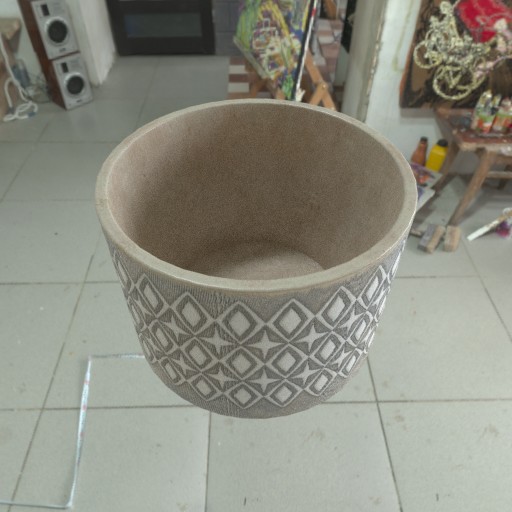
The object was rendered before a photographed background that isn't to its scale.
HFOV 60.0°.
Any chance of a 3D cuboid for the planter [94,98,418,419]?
[{"bbox_3d":[0.000,0.000,0.276,0.164,0.127,0.164,0,45,0],"label":"planter"}]
